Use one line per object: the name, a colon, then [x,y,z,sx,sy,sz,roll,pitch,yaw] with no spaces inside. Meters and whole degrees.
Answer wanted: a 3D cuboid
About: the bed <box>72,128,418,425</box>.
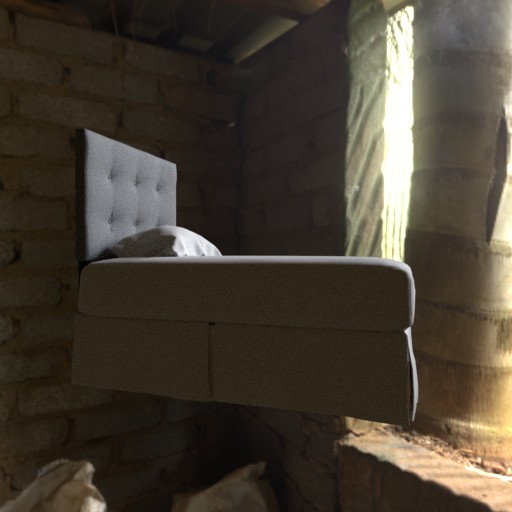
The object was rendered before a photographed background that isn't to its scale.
bed: [0.000,0.000,2.926,1.997,1.571,1.261,0,0,19]
